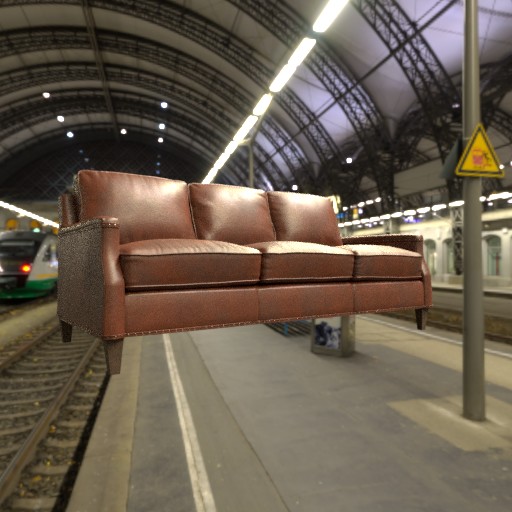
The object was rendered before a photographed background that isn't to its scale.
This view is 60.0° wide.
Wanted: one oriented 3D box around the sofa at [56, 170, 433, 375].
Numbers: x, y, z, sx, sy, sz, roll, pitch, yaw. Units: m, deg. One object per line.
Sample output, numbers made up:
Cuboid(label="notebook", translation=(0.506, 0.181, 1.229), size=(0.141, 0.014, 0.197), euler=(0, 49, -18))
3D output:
Cuboid(label="sofa", translation=(0.000, 0.000, 2.834), size=(2.240, 1.003, 1.084), euler=(1, -1, -35))
